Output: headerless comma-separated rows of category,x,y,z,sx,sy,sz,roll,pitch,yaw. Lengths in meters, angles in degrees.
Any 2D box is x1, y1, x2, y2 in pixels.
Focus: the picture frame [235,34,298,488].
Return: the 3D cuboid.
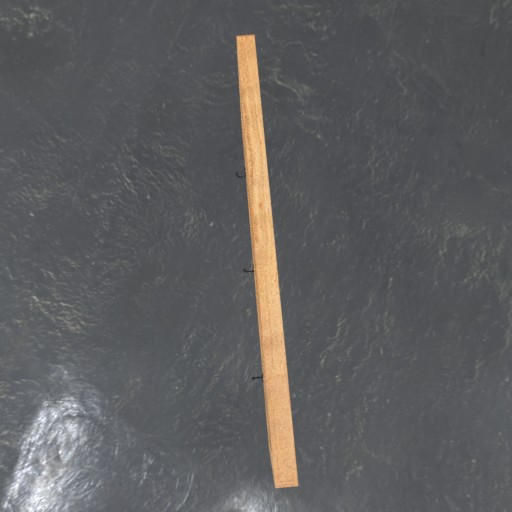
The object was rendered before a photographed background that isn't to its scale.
picture frame,0.000,0.000,0.669,0.045,0.234,0.582,-5,76,-1
